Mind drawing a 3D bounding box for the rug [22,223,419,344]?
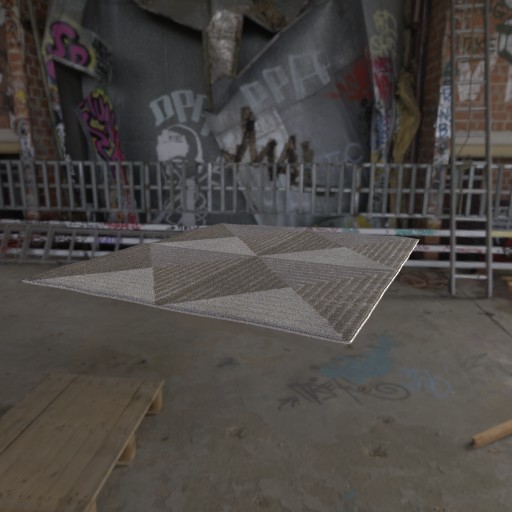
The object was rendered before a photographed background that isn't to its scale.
[{"bbox_3d":[0.000,0.000,0.885,0.551,0.008,0.642,7,15,25],"label":"rug"}]
